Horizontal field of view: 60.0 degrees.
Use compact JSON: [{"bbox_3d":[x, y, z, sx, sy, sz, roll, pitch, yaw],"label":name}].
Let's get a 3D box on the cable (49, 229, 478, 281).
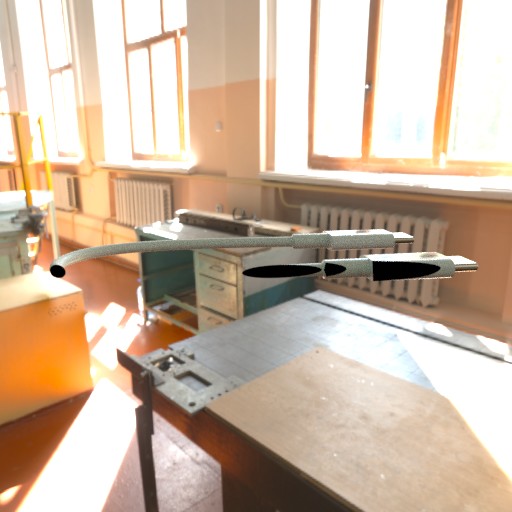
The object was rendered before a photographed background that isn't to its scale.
[{"bbox_3d":[0.000,0.000,0.114,0.098,0.005,0.041,-2,14,-9],"label":"cable"}]
